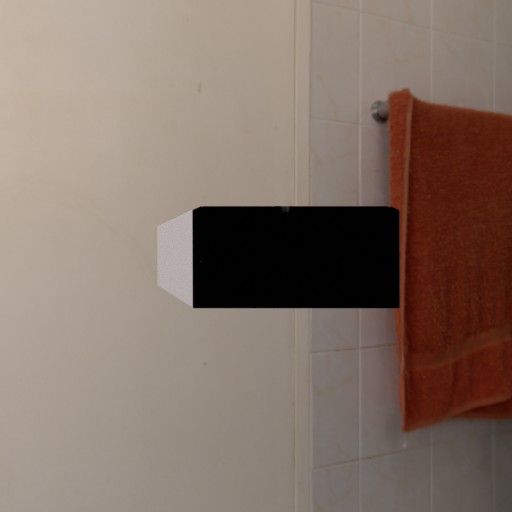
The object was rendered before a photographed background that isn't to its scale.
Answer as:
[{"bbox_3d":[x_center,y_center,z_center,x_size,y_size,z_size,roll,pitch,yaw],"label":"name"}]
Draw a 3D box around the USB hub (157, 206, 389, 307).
[{"bbox_3d":[0.000,0.000,0.126,0.044,0.023,0.110,0,1,-19],"label":"USB hub"}]
